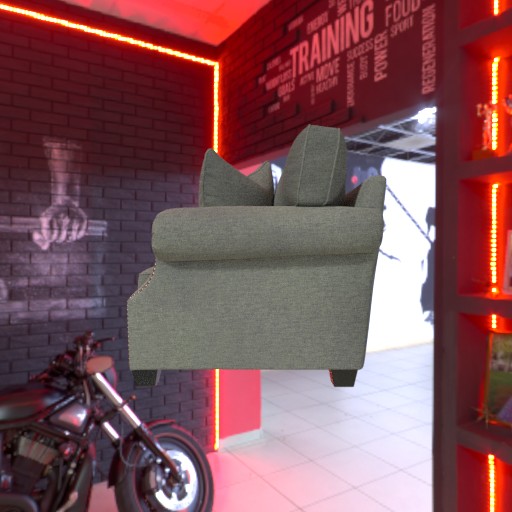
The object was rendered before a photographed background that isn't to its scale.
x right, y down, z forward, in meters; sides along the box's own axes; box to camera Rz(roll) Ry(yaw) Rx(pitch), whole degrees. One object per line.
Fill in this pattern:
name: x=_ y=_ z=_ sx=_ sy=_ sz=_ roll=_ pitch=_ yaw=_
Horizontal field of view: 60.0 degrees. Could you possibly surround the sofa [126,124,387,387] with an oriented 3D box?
sofa: x=0.000 y=0.000 z=2.383 sx=0.966 sy=0.966 sz=1.701 roll=0 pitch=0 yaw=0
